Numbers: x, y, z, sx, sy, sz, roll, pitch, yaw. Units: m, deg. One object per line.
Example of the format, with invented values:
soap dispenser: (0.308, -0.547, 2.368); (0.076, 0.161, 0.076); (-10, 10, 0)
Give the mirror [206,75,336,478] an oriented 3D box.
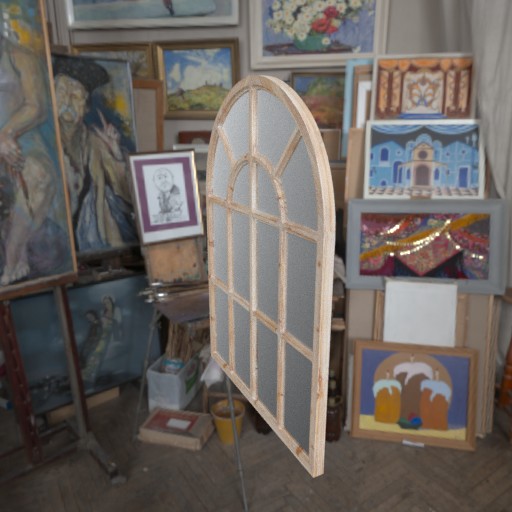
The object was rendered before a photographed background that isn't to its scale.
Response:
mirror: (0.000, 0.000, 1.212); (0.032, 0.920, 0.660); (-8, 18, -26)
